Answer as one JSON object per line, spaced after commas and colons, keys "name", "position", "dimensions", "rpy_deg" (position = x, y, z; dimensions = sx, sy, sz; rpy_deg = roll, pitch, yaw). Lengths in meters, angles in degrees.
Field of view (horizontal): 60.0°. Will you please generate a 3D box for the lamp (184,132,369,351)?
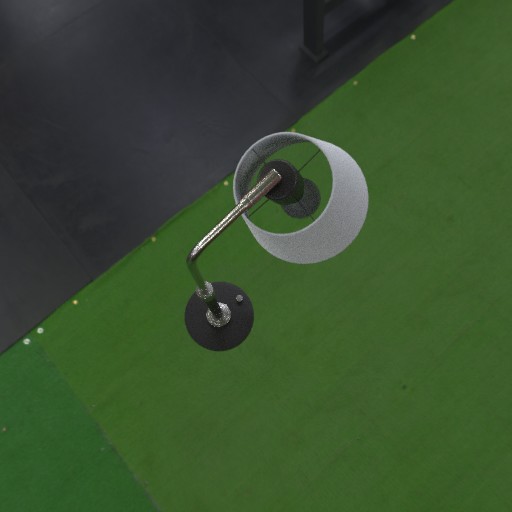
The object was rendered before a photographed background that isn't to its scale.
{"name": "lamp", "position": [0.000, 0.000, 0.721], "dimensions": [0.348, 0.539, 0.181], "rpy_deg": [-37, 78, -10]}
